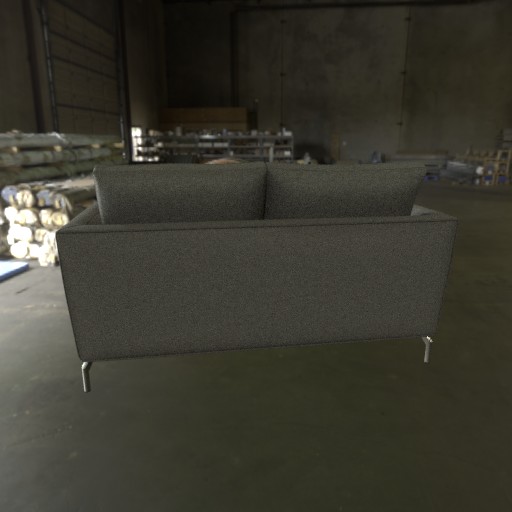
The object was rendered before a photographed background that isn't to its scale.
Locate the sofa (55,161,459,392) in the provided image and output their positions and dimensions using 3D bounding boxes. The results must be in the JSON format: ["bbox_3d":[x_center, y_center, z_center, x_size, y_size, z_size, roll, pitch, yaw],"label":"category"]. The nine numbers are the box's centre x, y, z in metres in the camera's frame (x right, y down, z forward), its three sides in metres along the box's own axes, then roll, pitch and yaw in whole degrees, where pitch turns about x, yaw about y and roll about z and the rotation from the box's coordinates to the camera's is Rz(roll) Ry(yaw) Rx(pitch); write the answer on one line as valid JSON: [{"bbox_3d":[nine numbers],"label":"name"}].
[{"bbox_3d":[0.000,0.000,2.140,1.594,0.924,0.803,-2,15,-9],"label":"sofa"}]
